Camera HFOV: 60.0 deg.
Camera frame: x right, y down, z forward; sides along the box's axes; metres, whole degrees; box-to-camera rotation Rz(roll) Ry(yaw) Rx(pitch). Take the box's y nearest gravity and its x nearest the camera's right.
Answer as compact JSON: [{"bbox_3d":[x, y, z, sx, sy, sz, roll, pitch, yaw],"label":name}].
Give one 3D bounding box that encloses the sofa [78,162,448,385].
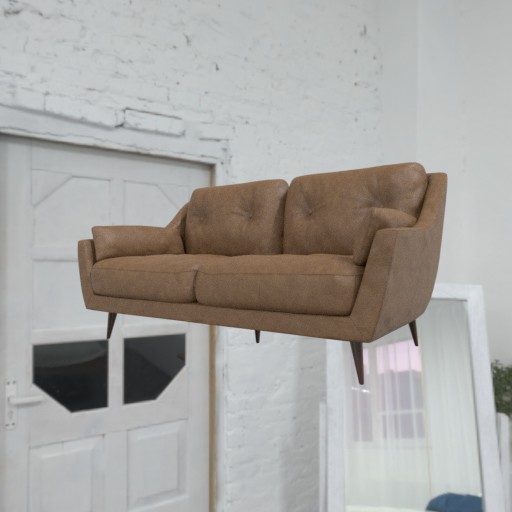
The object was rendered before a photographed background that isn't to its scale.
[{"bbox_3d":[0.000,0.000,2.242,1.731,0.886,0.981,0,0,36],"label":"sofa"}]
